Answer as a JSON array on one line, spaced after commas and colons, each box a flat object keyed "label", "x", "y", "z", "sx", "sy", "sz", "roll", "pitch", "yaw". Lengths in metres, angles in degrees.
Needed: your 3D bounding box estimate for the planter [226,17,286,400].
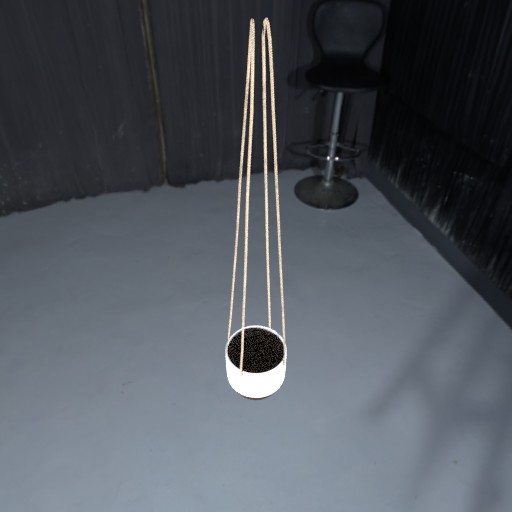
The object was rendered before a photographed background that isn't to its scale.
[{"label": "planter", "x": 0.000, "y": 0.000, "z": 0.869, "sx": 0.146, "sy": 0.841, "sz": 0.146, "roll": -12, "pitch": 42, "yaw": -13}]
